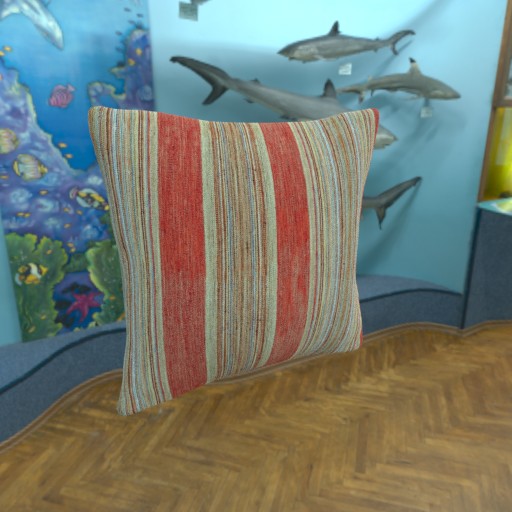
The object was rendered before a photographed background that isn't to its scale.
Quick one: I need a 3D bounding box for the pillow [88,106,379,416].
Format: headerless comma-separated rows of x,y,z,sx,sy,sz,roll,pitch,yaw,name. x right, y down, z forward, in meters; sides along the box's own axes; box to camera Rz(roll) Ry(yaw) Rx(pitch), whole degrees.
0.000,0.000,0.657,0.437,0.419,0.136,-9,20,-26,pillow
